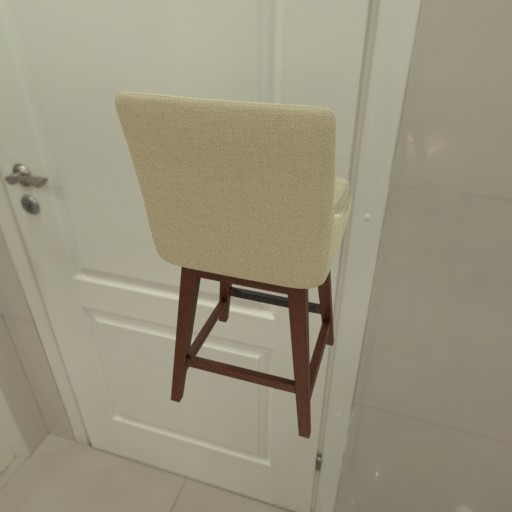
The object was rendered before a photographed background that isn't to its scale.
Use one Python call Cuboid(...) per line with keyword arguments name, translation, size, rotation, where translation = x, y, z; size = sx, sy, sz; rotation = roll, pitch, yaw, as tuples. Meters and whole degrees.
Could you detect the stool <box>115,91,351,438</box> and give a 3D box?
Cuboid(name="stool", translation=(0.000, 0.000, 1.292), size=(0.469, 0.991, 0.559), rotation=(10, 34, 15))
